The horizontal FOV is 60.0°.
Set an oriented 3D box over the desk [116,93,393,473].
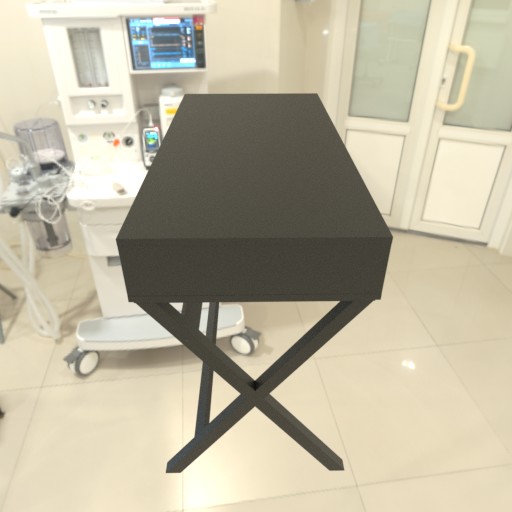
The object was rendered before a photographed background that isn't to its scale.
[{"bbox_3d":[0.000,0.000,1.460,0.525,0.780,1.057,0,34,-1],"label":"desk"}]
